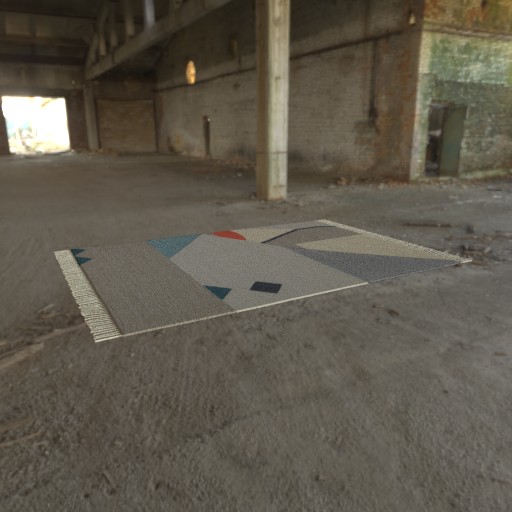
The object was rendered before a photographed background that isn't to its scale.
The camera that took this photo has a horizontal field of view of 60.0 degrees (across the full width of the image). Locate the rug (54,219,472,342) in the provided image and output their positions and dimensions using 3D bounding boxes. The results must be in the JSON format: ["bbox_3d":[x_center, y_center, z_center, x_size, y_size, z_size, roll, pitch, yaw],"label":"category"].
[{"bbox_3d":[0.000,0.000,2.311,1.828,0.005,1.220,-9,18,-28],"label":"rug"}]
